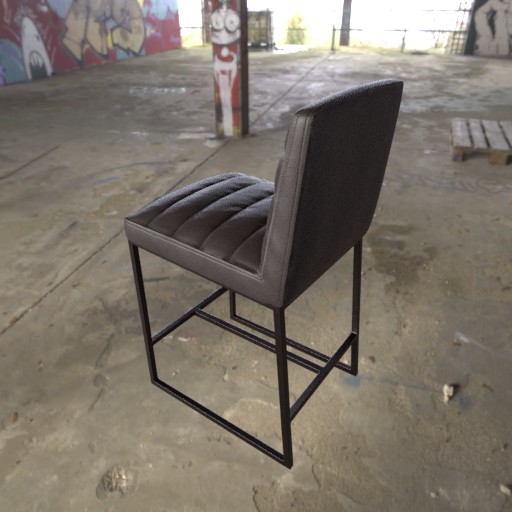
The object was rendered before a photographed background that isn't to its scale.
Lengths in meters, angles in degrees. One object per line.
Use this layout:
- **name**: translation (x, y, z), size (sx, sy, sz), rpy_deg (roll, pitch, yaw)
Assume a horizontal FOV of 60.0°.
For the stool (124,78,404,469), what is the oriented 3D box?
- **stool**: translation (0.000, 0.000, 1.246), size (0.562, 0.946, 0.463), rpy_deg (20, 35, 30)
